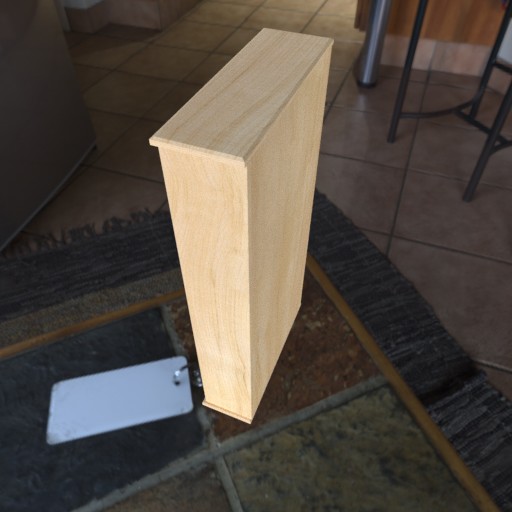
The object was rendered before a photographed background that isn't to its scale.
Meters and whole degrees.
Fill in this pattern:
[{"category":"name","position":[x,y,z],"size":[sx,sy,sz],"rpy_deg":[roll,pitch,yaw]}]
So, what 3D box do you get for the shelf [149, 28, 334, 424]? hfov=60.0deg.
[{"category":"shelf","position":[0.000,0.000,1.256],"size":[0.175,1.030,0.520],"rpy_deg":[17,49,15]}]
